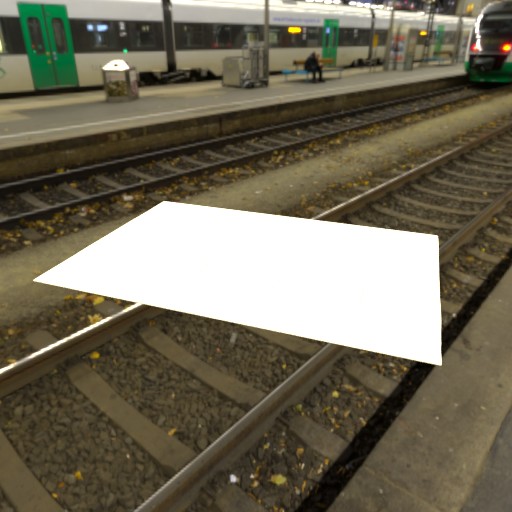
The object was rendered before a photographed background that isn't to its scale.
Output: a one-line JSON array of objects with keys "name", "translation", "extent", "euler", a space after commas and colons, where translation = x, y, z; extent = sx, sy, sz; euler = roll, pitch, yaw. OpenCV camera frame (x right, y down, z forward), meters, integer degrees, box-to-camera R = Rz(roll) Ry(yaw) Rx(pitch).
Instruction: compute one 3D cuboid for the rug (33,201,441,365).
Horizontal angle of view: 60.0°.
[{"name": "rug", "translation": [0.000, 0.000, 2.380], "extent": [1.850, 0.006, 1.234], "euler": [9, 27, 18]}]
